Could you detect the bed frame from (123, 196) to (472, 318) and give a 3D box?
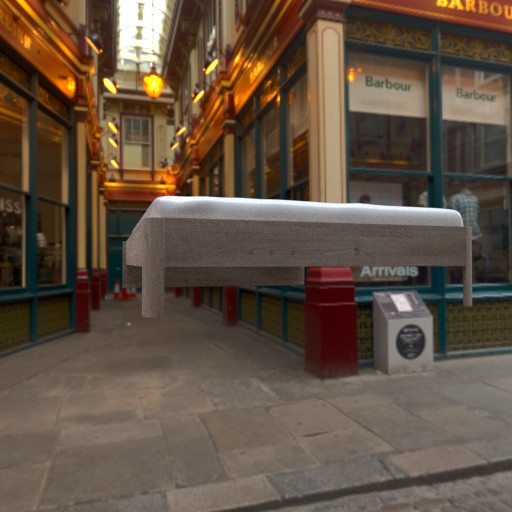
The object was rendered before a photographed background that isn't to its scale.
[{"bbox_3d":[0.000,0.000,2.667,1.490,0.462,1.950,0,-1,-18],"label":"bed frame"}]
